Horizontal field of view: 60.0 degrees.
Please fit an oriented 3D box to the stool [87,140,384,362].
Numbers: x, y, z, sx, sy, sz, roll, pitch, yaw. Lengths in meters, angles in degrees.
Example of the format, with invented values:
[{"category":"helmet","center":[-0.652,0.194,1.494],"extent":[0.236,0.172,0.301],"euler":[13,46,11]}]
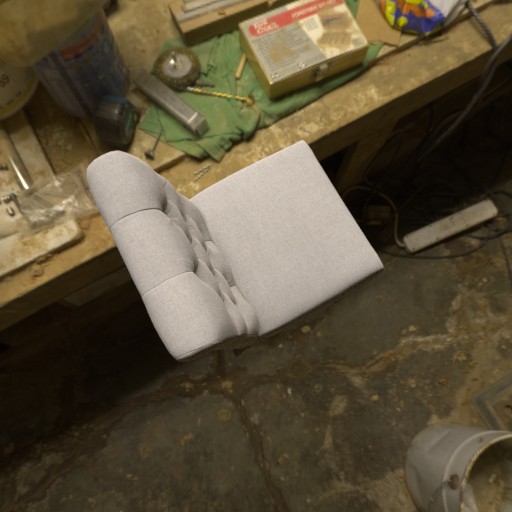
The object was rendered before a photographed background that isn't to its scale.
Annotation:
[{"category":"stool","center":[0.000,0.000,1.394],"extent":[0.601,1.040,0.493],"euler":[-28,77,-7]}]
